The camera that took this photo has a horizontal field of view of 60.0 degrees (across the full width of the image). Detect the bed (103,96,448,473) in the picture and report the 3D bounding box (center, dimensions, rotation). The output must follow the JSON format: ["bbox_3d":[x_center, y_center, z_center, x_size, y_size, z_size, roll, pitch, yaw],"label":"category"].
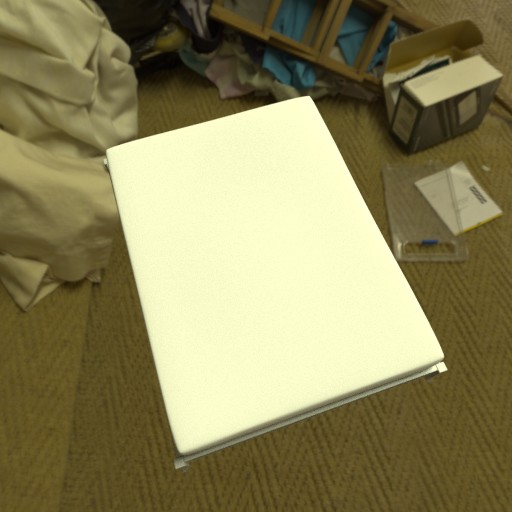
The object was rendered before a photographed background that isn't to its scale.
[{"bbox_3d":[0.000,0.000,2.850,1.604,0.510,2.108,-17,66,-8],"label":"bed"}]
